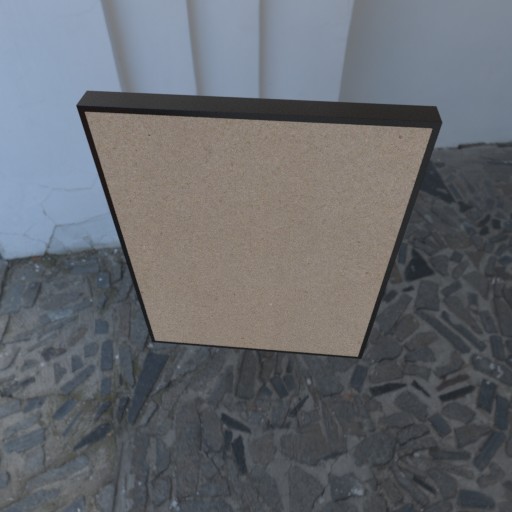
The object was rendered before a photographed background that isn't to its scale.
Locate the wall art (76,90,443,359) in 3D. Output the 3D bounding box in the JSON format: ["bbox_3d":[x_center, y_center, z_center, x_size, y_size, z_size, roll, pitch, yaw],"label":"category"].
[{"bbox_3d":[0.000,0.000,0.754,0.448,0.551,0.038,4,47,4],"label":"wall art"}]
